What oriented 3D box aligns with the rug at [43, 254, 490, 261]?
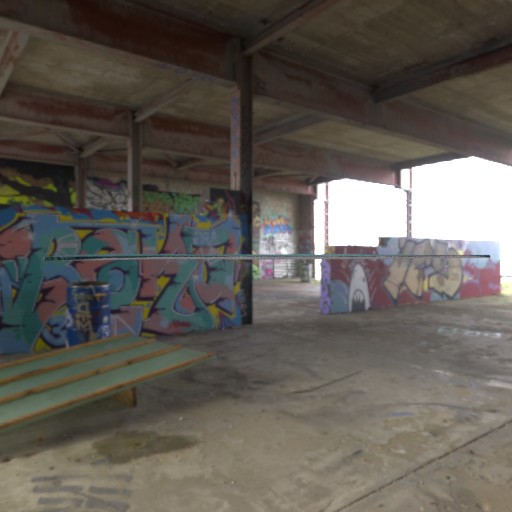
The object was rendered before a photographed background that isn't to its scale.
[{"bbox_3d":[0.000,0.000,2.148,1.728,0.017,1.136,0,1,-17],"label":"rug"}]
